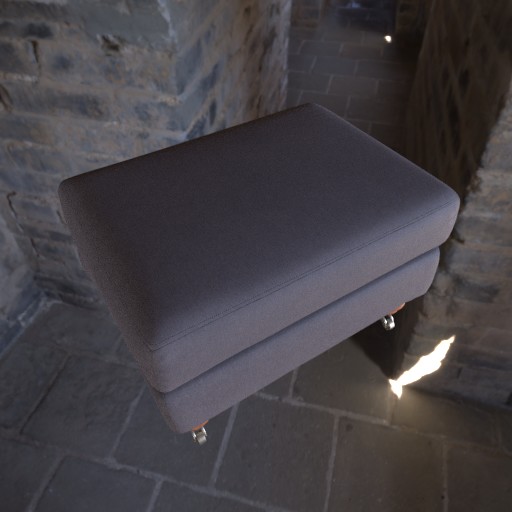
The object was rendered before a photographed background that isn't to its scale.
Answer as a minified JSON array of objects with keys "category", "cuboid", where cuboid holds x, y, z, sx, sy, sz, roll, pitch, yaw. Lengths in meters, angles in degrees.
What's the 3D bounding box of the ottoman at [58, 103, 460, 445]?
[{"category":"ottoman","cuboid":[0.000,0.000,1.136,0.773,0.497,0.574,-24,50,-22]}]
